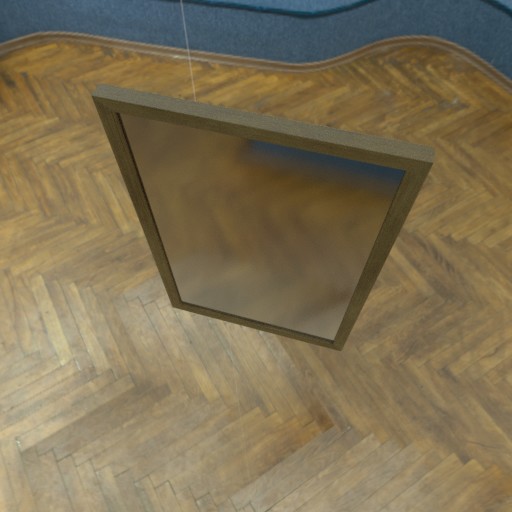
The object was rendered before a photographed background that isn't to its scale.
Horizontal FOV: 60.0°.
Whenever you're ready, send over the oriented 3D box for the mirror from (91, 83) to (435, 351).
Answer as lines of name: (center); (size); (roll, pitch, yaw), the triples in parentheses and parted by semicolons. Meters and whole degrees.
mirror: (0.000, 0.000, 1.161); (0.609, 0.915, 0.040); (13, 60, 8)
